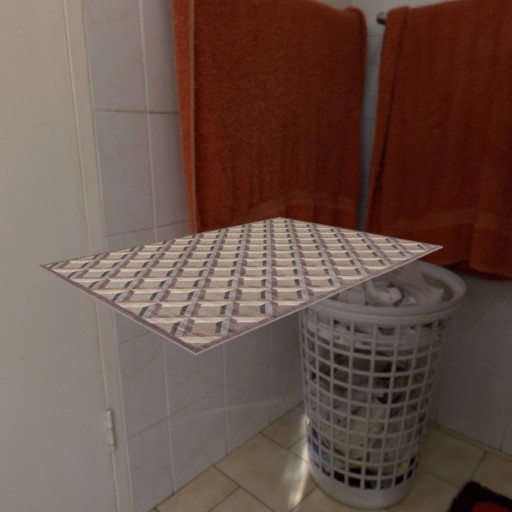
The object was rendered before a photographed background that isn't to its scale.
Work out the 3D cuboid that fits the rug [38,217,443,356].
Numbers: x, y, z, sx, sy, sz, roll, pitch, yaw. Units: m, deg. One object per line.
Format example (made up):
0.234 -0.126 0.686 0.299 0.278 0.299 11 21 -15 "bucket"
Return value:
0.000 0.000 2.985 1.600 0.013 2.260 15 22 43 "rug"
